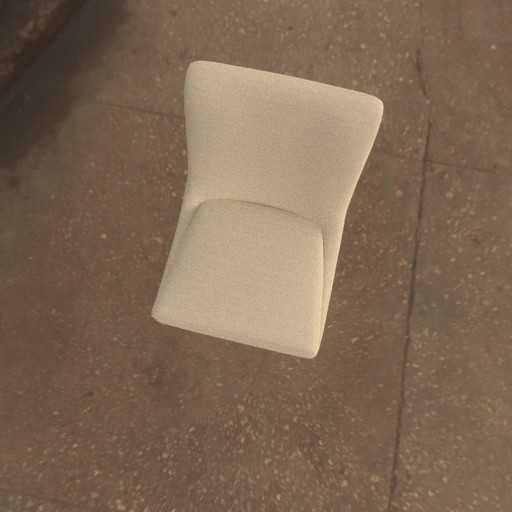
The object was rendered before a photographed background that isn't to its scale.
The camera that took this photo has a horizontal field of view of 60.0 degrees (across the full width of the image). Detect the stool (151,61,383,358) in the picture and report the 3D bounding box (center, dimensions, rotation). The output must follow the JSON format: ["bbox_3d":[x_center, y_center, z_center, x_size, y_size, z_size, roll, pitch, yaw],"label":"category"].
[{"bbox_3d":[0.000,0.000,1.411,0.483,1.093,0.559,13,76,3],"label":"stool"}]
